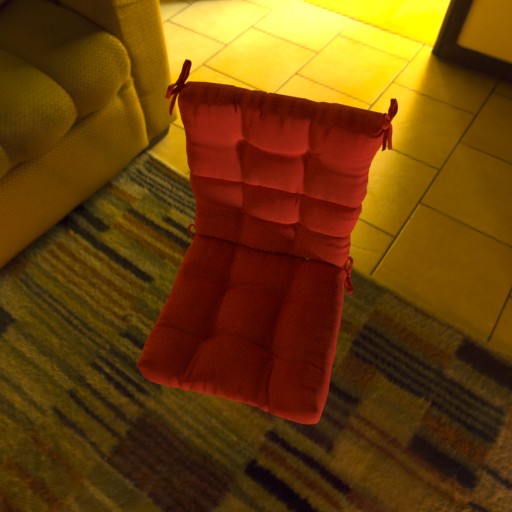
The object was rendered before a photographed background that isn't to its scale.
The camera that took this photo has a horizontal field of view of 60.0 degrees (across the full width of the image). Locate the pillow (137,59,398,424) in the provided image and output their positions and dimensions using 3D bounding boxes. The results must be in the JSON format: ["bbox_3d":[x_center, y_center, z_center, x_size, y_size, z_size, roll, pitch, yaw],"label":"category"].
[{"bbox_3d":[0.000,0.000,1.048,0.519,0.605,0.571,13,58,8],"label":"pillow"}]
